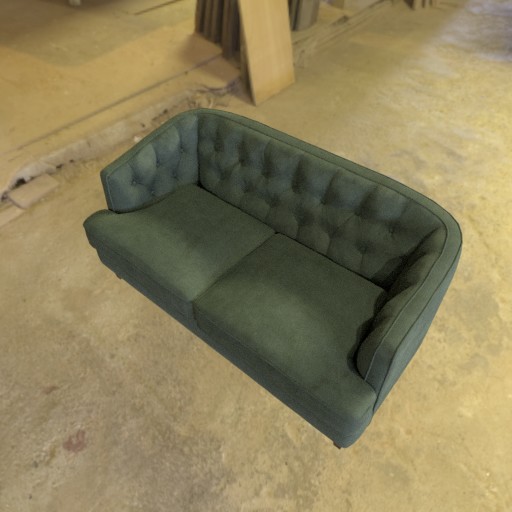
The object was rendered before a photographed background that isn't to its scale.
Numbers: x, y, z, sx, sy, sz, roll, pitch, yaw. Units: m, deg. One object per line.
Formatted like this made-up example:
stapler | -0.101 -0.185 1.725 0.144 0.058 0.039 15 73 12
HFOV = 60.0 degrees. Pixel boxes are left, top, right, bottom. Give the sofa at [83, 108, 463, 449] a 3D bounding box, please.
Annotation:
sofa | 0.000 0.000 2.254 1.733 0.855 0.941 31 53 27
